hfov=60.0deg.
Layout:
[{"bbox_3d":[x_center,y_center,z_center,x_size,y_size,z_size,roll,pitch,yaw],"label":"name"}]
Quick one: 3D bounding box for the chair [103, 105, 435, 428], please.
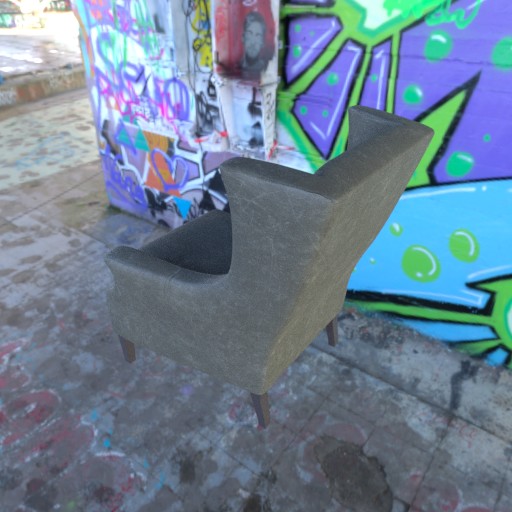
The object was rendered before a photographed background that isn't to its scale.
[{"bbox_3d":[0.000,0.000,1.656,0.926,1.016,0.853,21,38,30],"label":"chair"}]
